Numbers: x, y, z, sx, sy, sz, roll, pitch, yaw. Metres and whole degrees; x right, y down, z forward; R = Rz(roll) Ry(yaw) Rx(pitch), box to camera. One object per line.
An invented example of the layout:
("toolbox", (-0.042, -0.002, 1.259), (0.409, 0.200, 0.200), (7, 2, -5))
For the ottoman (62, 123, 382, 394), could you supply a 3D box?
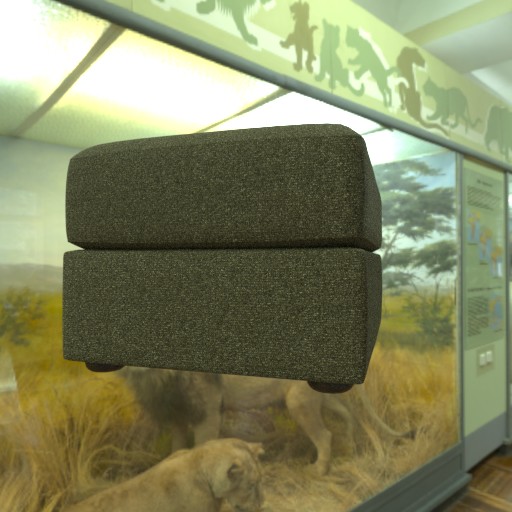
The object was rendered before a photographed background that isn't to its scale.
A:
("ottoman", (0.000, 0.000, 1.117), (0.598, 0.476, 0.742), (0, -1, 18))
